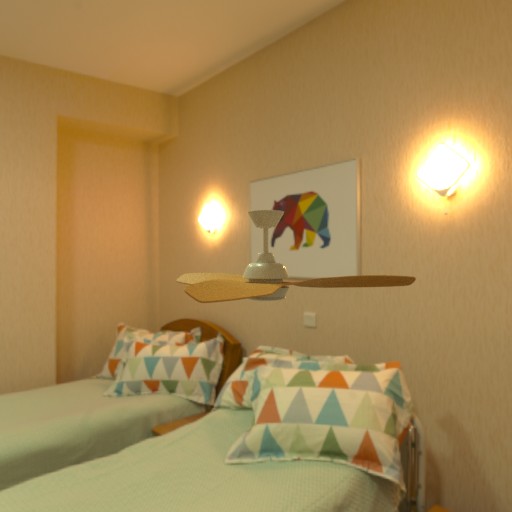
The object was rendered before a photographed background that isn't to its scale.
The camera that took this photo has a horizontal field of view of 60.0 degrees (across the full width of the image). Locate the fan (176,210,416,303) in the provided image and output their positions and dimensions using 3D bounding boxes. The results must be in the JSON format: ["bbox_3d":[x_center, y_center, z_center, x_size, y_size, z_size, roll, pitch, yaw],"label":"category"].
[{"bbox_3d":[0.000,0.000,1.628,1.142,0.355,1.010,0,0,17],"label":"fan"}]
